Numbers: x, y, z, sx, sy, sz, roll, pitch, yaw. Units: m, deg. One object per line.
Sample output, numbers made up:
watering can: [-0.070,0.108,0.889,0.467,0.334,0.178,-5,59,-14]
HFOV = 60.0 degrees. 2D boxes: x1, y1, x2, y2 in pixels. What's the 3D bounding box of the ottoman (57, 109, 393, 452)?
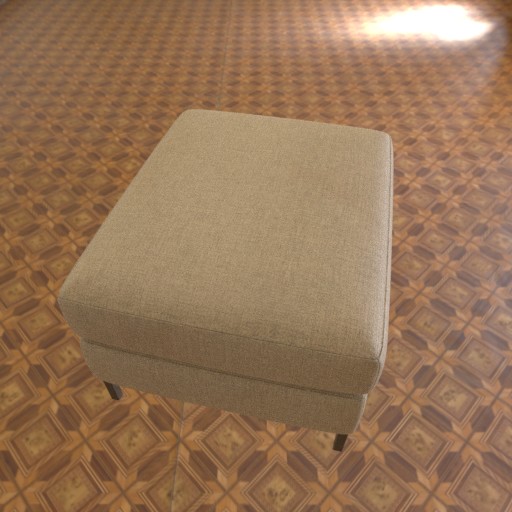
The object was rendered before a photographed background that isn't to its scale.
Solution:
ottoman: [0.000,0.000,1.231,0.671,0.490,0.820,10,47,9]
